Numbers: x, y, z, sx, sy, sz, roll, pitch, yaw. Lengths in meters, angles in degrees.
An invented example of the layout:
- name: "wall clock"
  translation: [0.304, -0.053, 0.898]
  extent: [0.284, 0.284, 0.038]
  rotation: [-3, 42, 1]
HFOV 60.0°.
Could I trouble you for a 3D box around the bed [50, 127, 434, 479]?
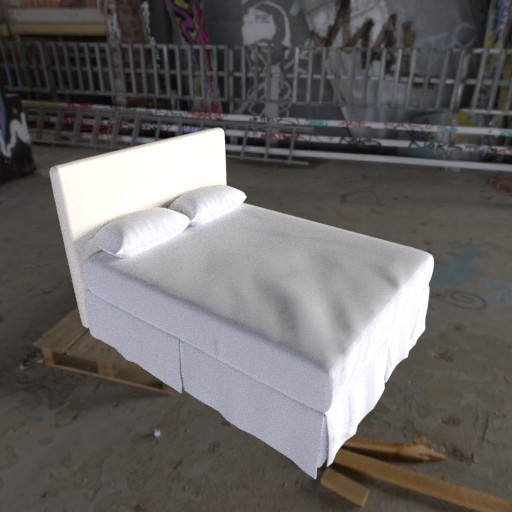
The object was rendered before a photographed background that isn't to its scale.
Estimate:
- name: "bed"
  translation: [0.000, 0.000, 3.158]
  extent: [2.142, 1.330, 1.713]
  rotation: [19, 32, 32]
